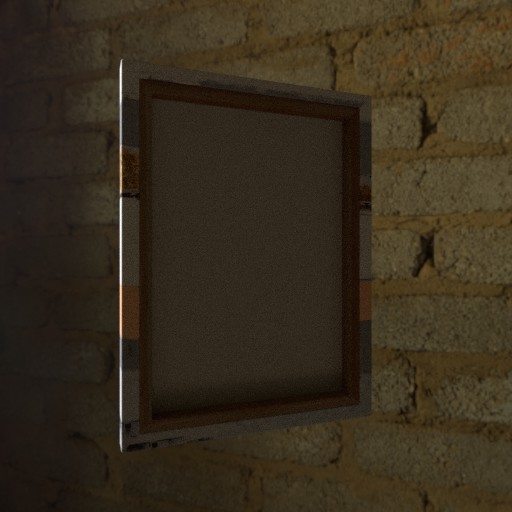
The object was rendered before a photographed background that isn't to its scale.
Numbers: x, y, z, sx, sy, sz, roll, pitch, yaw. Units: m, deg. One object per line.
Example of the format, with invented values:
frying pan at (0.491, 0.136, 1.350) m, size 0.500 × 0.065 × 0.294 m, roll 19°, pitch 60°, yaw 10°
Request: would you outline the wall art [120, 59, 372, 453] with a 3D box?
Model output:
wall art at (0.000, 0.000, 0.779) m, size 0.456 × 0.609 × 0.038 m, roll 0°, pitch 0°, yaw -20°
